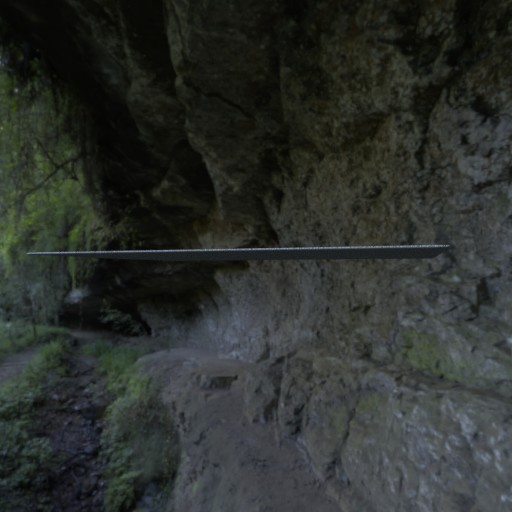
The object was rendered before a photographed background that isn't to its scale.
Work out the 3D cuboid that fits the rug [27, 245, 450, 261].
[{"bbox_3d":[0.000,0.000,5.122,3.935,0.025,2.782,-1,-2,20],"label":"rug"}]
